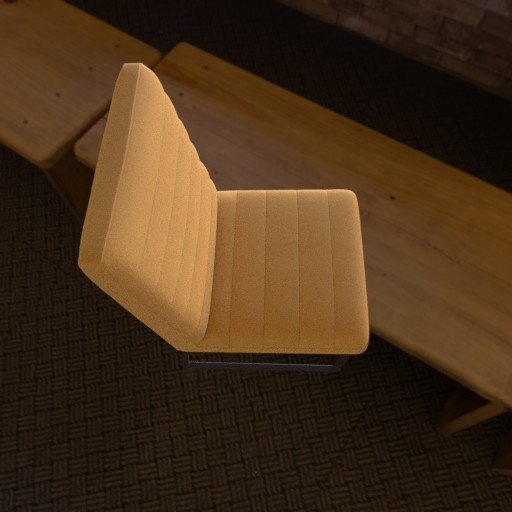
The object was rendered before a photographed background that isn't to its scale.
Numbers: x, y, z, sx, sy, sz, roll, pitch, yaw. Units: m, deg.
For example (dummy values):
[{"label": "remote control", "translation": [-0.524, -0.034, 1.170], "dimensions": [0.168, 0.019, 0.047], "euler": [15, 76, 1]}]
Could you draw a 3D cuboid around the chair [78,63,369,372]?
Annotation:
[{"label": "chair", "translation": [0.000, 0.000, 1.279], "dimensions": [0.634, 0.930, 0.520], "euler": [1, 64, 1]}]
